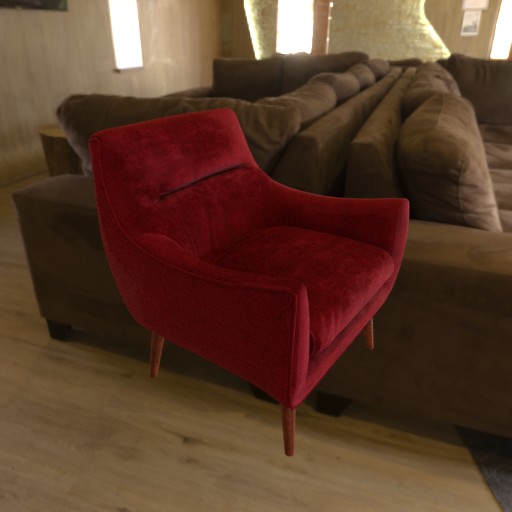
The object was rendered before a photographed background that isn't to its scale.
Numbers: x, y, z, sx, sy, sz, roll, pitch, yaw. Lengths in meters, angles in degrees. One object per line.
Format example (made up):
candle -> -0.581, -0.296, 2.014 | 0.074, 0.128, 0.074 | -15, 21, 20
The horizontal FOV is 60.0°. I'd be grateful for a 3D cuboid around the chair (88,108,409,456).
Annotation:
chair -> 0.000, 0.000, 1.470 | 0.787, 0.838, 0.762 | 17, 31, 31
